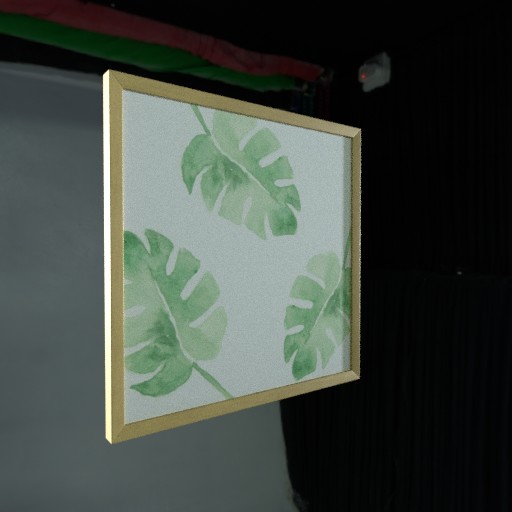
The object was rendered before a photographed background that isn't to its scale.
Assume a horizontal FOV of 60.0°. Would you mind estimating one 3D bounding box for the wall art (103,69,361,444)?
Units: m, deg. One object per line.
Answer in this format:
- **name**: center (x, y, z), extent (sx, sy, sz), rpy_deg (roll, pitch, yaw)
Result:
- **wall art**: center (0.000, 0.000, 1.141), extent (0.763, 0.763, 0.037), rpy_deg (-1, 1, -36)
